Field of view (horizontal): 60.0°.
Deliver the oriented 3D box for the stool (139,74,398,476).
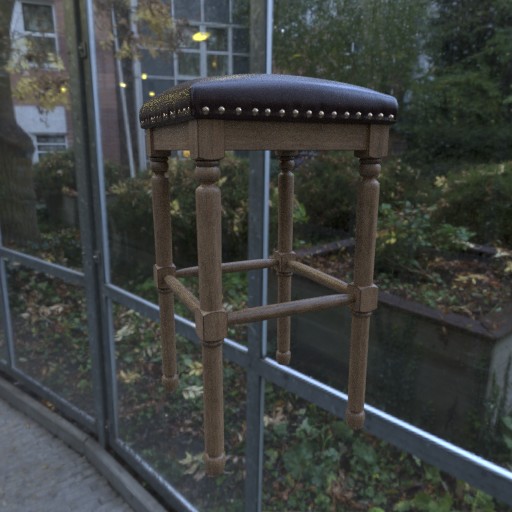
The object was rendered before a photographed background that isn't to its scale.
[{"bbox_3d":[0.000,0.000,0.932,0.383,0.702,0.382,-6,15,-24],"label":"stool"}]
